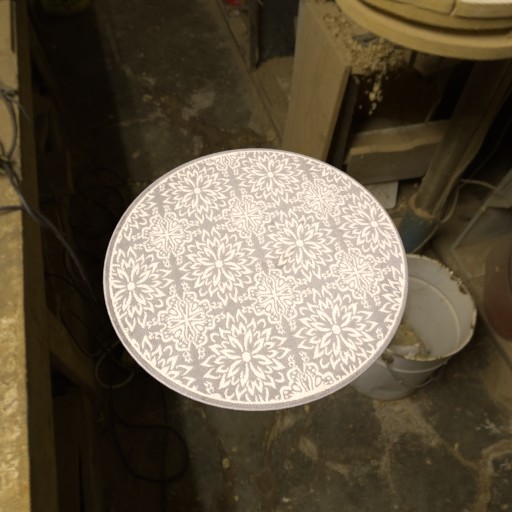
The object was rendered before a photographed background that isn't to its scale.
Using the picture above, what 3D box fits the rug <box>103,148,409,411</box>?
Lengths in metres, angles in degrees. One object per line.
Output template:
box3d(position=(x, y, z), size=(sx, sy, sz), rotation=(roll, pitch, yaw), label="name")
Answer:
box3d(position=(0.000, 0.000, 2.350), size=(1.593, 0.012, 1.593), rotation=(0, 58, 0), label="rug")
